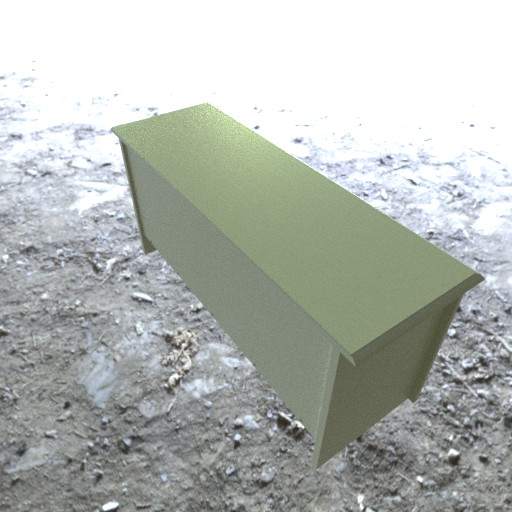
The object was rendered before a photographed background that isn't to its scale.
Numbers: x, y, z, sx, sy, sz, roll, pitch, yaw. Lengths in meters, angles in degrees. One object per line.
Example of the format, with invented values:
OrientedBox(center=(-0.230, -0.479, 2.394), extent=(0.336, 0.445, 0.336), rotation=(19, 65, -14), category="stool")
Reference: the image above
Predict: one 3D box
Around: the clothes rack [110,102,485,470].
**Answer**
OrientedBox(center=(0.000, 0.000, 1.459), extent=(0.405, 0.558, 1.218), rotation=(-25, 47, -26), category="clothes rack")
